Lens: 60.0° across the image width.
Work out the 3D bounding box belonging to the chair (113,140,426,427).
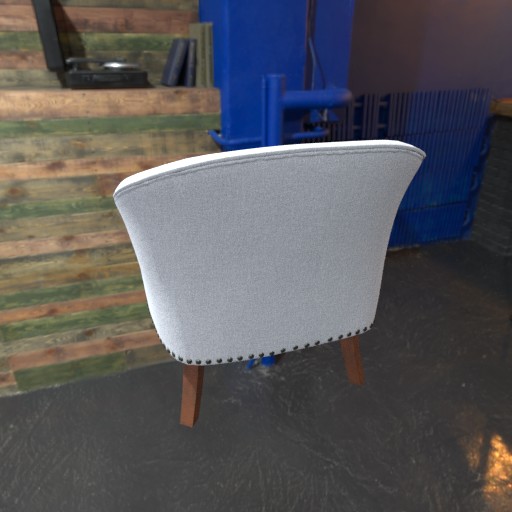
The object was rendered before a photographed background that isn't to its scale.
[{"bbox_3d":[0.000,0.000,1.391,0.798,0.815,0.704,-8,26,-16],"label":"chair"}]
